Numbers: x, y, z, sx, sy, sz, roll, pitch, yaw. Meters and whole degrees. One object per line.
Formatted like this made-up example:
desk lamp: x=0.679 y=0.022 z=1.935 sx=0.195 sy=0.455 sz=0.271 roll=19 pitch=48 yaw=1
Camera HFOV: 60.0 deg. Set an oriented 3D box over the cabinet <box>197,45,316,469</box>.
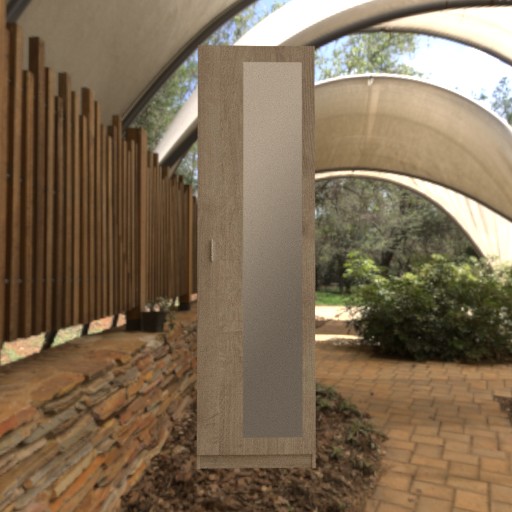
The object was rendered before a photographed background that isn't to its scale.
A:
cabinet: x=0.000 y=0.000 z=1.969 sx=0.500 sy=1.790 sz=0.230 roll=0 pitch=-1 yaw=-1
